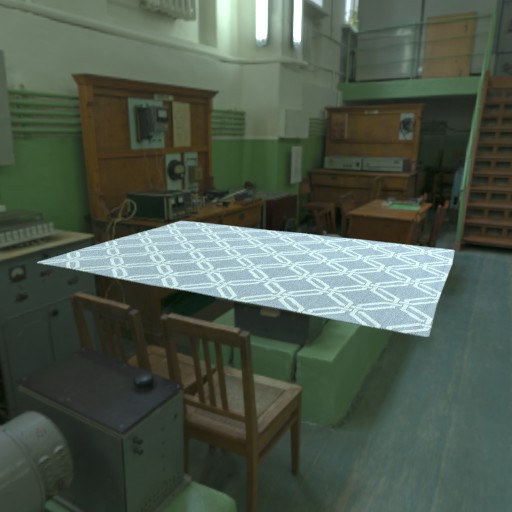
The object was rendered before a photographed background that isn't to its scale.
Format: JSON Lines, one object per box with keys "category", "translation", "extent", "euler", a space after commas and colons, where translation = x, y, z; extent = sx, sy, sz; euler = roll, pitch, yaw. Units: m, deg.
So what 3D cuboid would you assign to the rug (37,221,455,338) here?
{"category": "rug", "translation": [0.000, 0.000, 2.193], "extent": [1.754, 0.010, 1.148], "euler": [8, 17, 26]}
